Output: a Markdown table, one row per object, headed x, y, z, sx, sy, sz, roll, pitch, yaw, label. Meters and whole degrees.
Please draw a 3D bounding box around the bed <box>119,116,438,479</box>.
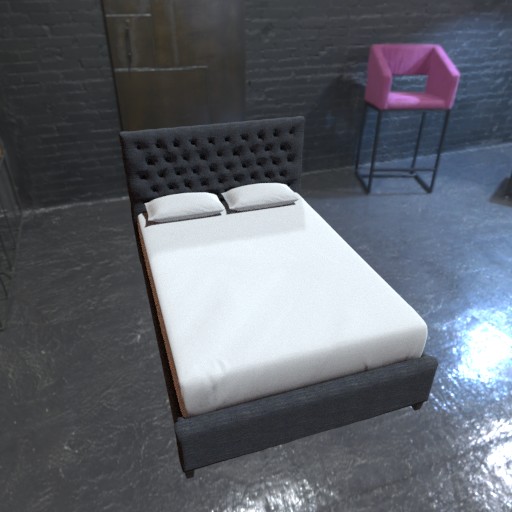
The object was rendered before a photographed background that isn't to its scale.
| x | y | z | sx | sy | sz | roll | pitch | yaw | label |
| --- | --- | --- | --- | --- | --- | --- | --- | --- | --- |
| 0.000 | 0.000 | 3.400 | 1.698 | 1.427 | 2.387 | -10 | 33 | -15 | bed |
